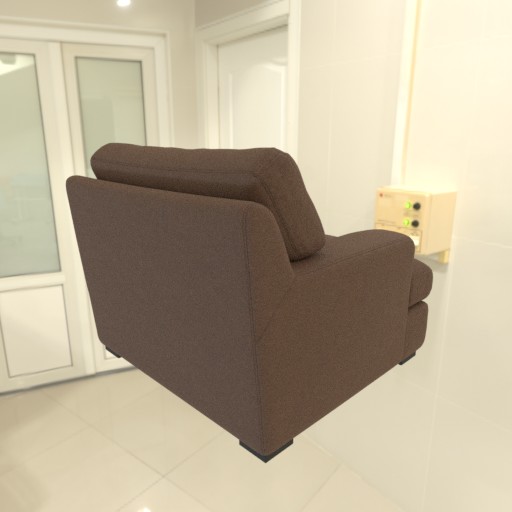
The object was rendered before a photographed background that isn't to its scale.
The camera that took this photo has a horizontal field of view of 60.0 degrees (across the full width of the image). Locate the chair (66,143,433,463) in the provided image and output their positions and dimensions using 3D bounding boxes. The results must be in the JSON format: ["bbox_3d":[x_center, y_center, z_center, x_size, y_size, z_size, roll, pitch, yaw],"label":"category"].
[{"bbox_3d":[0.000,0.000,1.902,1.143,0.940,1.168,-15,21,-43],"label":"chair"}]
